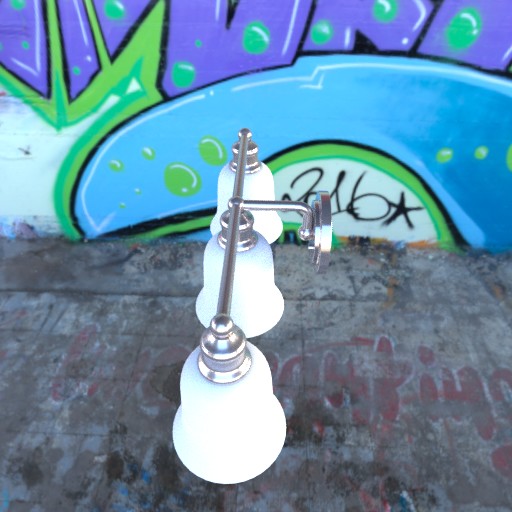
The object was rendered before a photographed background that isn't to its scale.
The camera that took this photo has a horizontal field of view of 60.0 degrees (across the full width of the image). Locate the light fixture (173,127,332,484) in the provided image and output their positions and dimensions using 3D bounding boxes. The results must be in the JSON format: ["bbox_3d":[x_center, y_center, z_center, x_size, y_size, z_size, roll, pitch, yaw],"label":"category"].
[{"bbox_3d":[0.000,0.000,0.662,0.198,0.211,0.570,1,41,2],"label":"light fixture"}]
